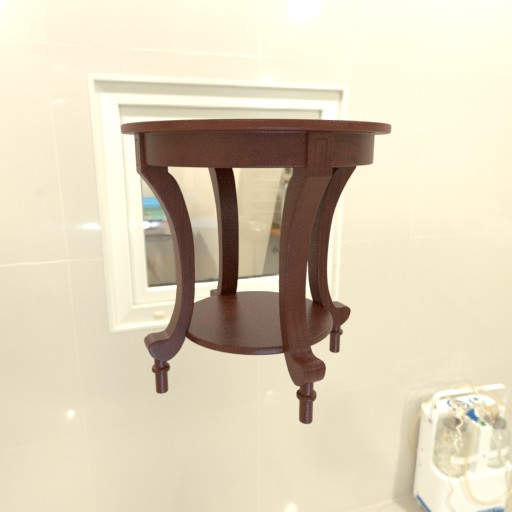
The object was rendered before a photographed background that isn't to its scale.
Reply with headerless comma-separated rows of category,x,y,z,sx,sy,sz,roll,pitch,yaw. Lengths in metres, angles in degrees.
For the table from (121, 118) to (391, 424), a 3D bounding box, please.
table,0.000,0.000,1.091,0.597,0.612,0.597,0,14,0
